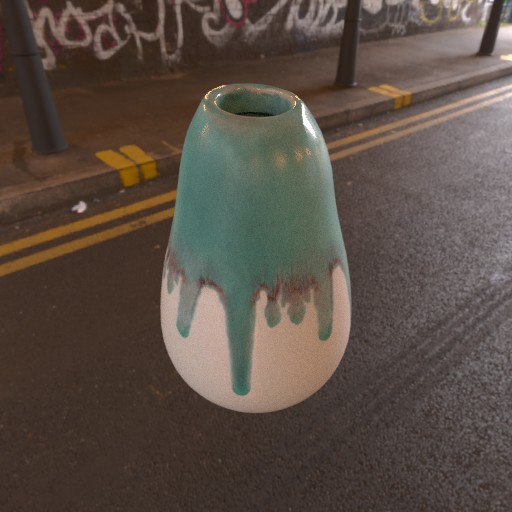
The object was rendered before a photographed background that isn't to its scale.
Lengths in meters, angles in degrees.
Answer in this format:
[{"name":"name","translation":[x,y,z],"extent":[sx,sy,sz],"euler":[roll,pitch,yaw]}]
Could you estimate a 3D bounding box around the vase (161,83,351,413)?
[{"name":"vase","translation":[0.000,0.000,0.253],"extent":[0.116,0.179,0.116],"euler":[0,33,0]}]
